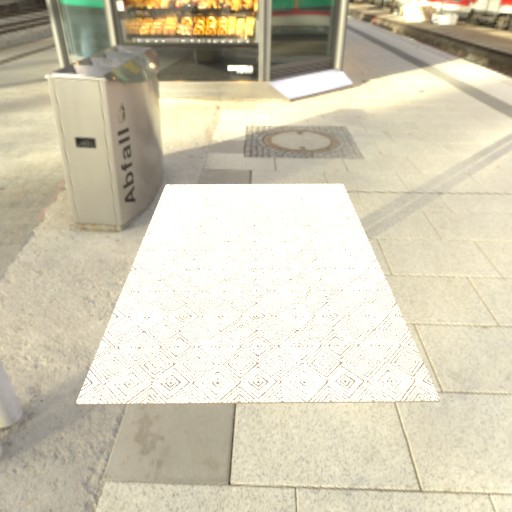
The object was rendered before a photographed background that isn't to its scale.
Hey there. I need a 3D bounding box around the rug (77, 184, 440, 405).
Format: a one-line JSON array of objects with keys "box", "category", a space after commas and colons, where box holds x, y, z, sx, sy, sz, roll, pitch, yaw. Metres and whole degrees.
[{"box": [0.000, 0.000, 2.185, 1.175, 0.008, 1.783, 0, 32, 0], "category": "rug"}]
